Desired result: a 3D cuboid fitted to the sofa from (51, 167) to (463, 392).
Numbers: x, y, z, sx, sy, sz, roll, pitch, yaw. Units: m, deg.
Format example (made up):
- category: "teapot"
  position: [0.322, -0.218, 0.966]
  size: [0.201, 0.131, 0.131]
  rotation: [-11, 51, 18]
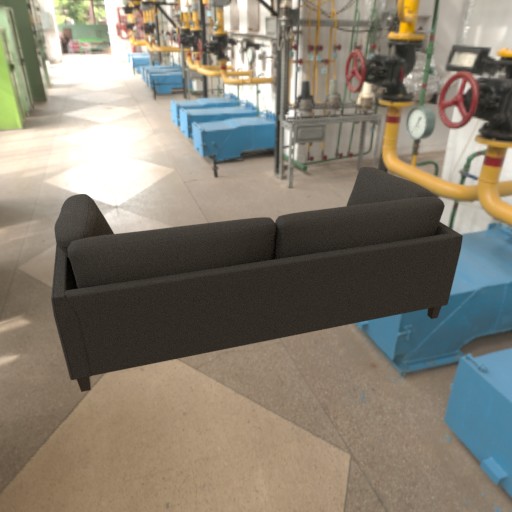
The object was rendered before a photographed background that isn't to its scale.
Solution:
- category: "sofa"
  position: [0.000, 0.000, 2.790]
  size: [2.312, 0.792, 0.969]
  rotation: [-8, 28, -16]
